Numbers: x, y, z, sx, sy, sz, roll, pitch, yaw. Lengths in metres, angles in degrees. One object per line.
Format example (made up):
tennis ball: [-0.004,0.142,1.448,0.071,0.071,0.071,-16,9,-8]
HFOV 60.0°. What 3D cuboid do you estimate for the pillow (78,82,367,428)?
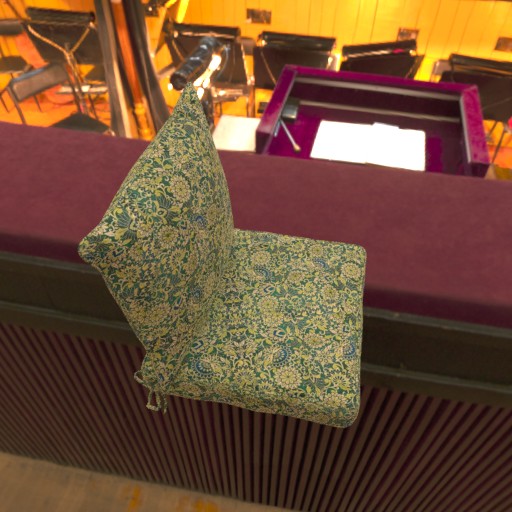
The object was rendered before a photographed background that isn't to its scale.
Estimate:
pillow: [0.000,0.000,1.363,0.740,0.722,0.798,8,47,8]
